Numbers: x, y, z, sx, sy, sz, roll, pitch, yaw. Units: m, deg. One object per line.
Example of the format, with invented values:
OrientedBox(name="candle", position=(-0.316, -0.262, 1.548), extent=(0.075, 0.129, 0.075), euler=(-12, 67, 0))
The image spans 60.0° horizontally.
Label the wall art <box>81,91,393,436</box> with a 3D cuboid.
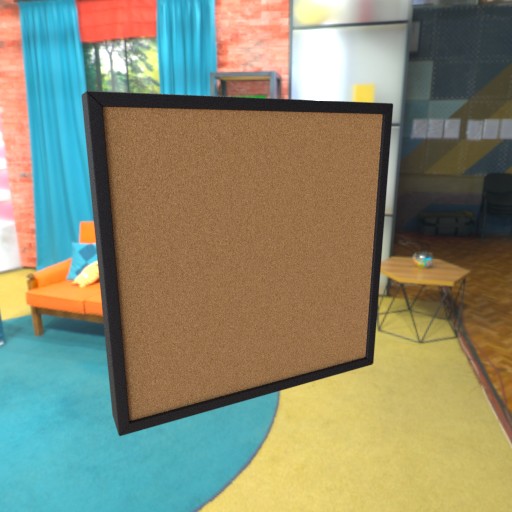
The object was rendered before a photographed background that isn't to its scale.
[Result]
OrientedBox(name="wall art", position=(0.000, 0.000, 0.456), extent=(0.305, 0.305, 0.037), euler=(-7, 17, -25))
